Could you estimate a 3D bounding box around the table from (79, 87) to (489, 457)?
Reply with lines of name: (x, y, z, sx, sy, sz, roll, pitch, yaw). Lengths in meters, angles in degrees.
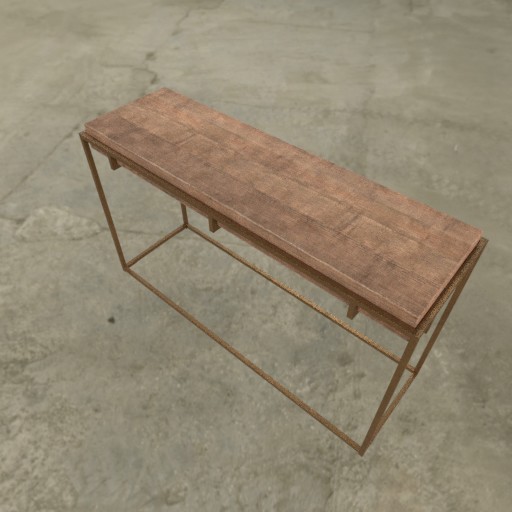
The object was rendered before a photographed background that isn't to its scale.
table: (0.000, 0.000, 1.751, 1.400, 0.820, 0.440, 32, 54, 27)
